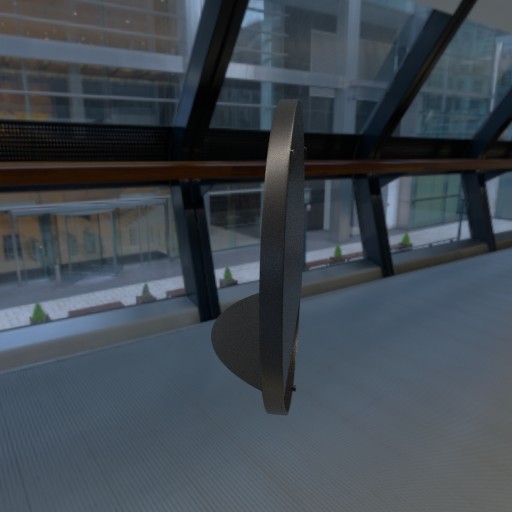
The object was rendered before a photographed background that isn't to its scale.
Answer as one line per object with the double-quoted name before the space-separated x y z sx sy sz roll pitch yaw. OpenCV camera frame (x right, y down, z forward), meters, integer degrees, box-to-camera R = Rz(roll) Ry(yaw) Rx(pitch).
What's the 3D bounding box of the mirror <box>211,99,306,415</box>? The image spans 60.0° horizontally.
"mirror" 0.000 0.000 0.688 0.133 0.457 0.457 2 14 8
